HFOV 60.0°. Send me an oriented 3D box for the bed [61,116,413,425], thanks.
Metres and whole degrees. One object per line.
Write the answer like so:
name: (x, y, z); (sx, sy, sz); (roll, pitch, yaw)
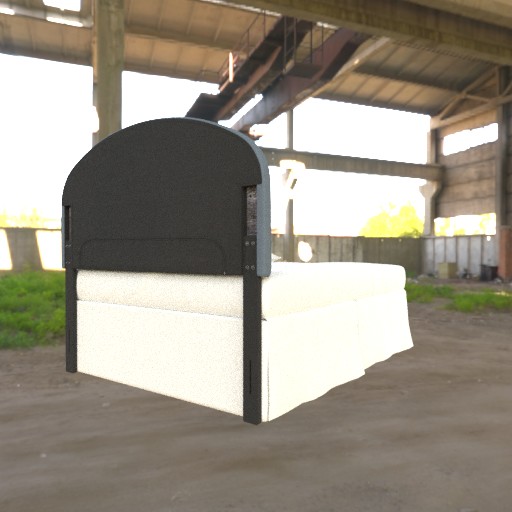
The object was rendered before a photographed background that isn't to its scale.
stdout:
bed: (0.000, 0.000, 3.088); (1.607, 1.410, 2.005); (0, 1, 36)
